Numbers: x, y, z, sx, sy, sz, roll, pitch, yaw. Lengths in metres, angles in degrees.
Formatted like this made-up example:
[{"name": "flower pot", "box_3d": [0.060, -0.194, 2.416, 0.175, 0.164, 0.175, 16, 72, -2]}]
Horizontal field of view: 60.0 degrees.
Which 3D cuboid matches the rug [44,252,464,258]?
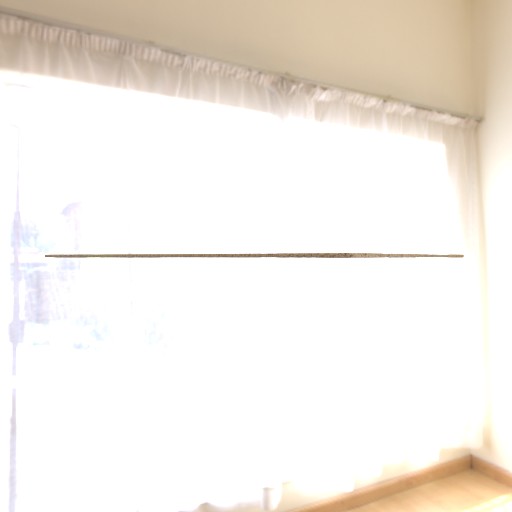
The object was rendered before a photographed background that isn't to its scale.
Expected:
[{"name": "rug", "box_3d": [0.000, 0.000, 4.095, 3.047, 0.029, 2.438, 0, 0, 37]}]
